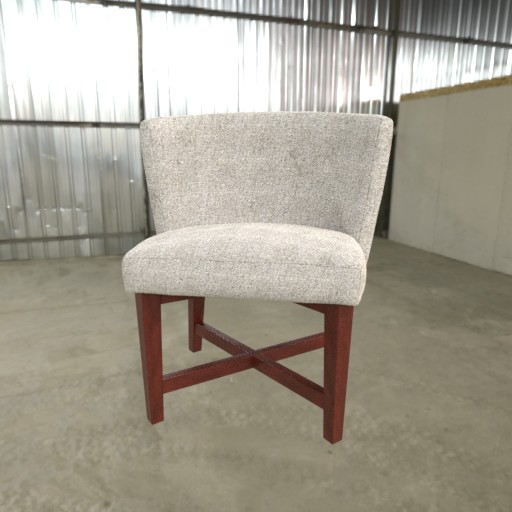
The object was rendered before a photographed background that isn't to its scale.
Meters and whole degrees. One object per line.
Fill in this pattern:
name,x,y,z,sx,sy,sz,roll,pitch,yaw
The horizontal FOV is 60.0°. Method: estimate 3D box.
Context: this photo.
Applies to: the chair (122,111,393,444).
chair,0.000,0.000,1.273,0.728,0.827,0.575,2,14,9
